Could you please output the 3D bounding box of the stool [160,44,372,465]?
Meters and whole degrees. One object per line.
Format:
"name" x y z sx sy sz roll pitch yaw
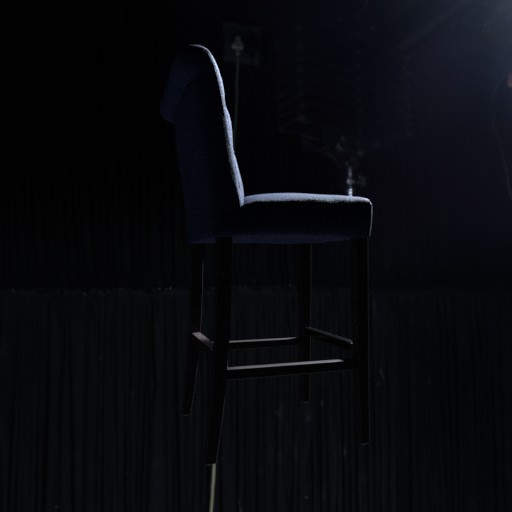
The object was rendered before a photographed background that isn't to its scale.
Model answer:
"stool" 0.000 0.000 1.472 0.601 1.140 0.493 0 -1 -18
